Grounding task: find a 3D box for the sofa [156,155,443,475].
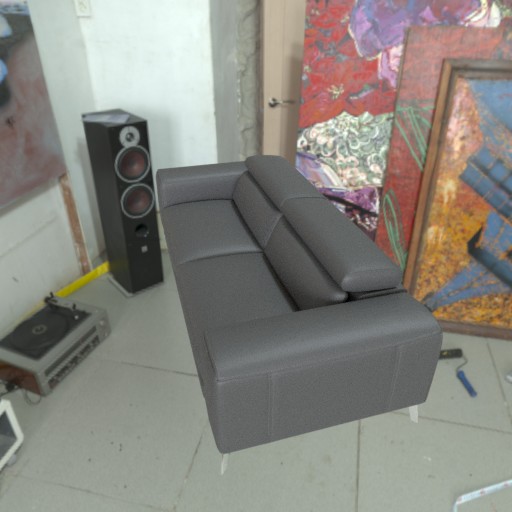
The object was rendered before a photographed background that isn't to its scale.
[{"bbox_3d":[0.000,0.000,2.787,1.023,0.759,2.321,-9,32,-14],"label":"sofa"}]
